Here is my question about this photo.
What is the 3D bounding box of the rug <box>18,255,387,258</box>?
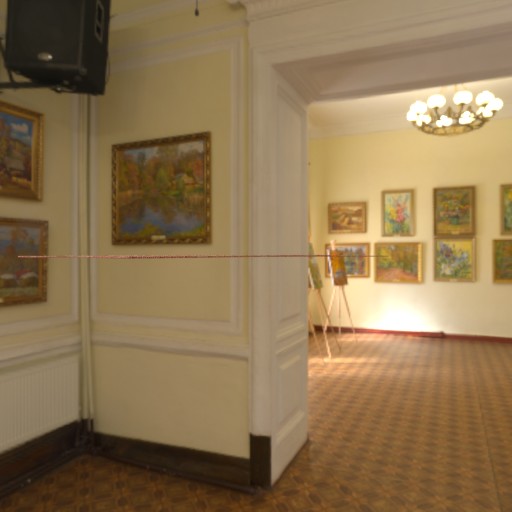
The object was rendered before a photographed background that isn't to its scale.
[{"bbox_3d":[0.000,0.000,2.571,0.718,0.013,2.353,0,0,37],"label":"rug"}]
